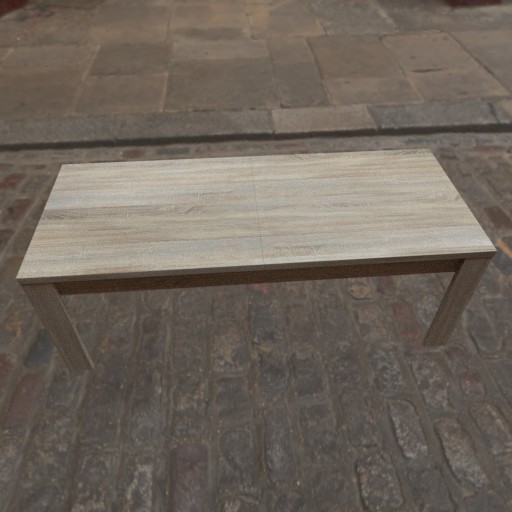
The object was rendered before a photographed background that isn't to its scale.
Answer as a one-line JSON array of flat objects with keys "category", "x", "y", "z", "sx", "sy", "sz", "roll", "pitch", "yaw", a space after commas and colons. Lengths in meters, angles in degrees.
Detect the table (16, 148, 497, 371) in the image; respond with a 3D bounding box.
[{"category": "table", "x": 0.000, "y": 0.000, "z": 2.615, "sx": 2.200, "sy": 0.790, "sz": 0.900, "roll": -3, "pitch": 45, "yaw": -3}]
